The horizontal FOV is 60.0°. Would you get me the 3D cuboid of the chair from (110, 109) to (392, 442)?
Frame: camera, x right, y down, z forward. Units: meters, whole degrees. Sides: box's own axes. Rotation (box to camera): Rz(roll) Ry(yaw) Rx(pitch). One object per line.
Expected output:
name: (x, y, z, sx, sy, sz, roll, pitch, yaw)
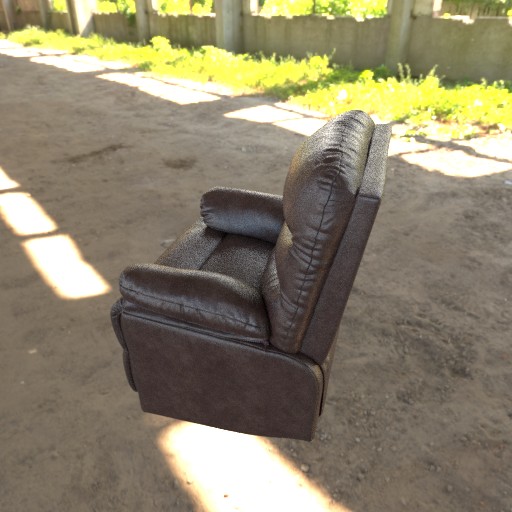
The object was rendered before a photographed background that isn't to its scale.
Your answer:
chair: (0.000, 0.000, 1.729, 0.879, 1.041, 0.940, 8, 31, 14)
